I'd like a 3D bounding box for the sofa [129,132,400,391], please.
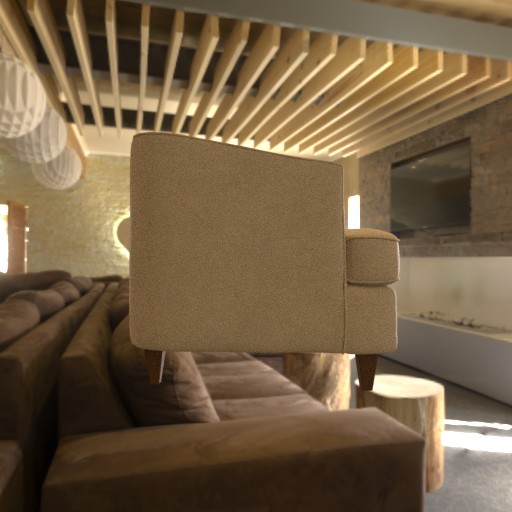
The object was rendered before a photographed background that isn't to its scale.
[{"bbox_3d":[0.000,0.000,2.238,0.940,0.878,1.731,0,0,0],"label":"sofa"}]
